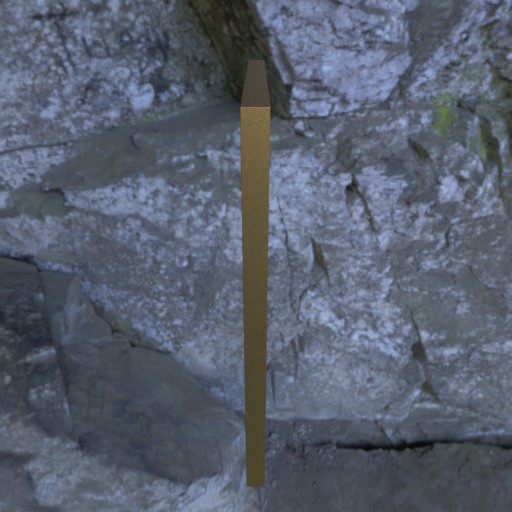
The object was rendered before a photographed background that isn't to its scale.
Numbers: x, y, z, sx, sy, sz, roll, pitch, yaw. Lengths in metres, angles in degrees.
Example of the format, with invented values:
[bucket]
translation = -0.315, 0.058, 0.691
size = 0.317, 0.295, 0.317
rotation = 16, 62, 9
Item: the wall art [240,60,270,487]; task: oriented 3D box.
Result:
[wall art]
translation = 0.000, 0.000, 1.006
size = 0.038, 0.762, 0.610
rotation = 0, 29, 0
